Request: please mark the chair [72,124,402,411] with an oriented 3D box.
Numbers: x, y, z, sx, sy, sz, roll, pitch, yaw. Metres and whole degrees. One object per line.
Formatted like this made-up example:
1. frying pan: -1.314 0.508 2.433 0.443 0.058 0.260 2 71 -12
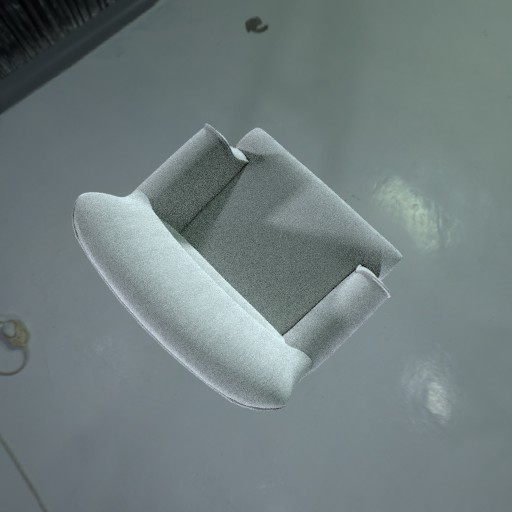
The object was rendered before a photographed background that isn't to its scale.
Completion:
1. chair: 0.000 0.000 1.477 0.781 0.875 0.750 44 80 10
